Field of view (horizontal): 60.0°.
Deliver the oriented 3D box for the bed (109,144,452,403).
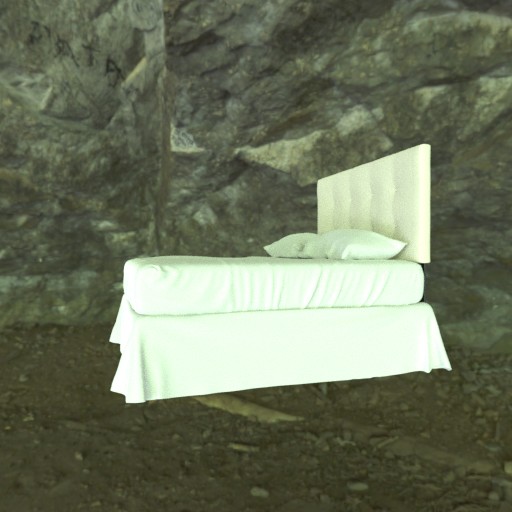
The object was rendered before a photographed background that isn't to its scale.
[{"bbox_3d":[0.000,0.000,3.540,2.222,1.577,1.936,0,0,-18],"label":"bed"}]
